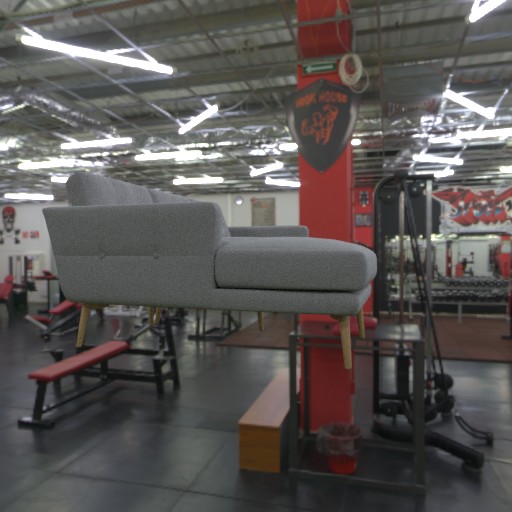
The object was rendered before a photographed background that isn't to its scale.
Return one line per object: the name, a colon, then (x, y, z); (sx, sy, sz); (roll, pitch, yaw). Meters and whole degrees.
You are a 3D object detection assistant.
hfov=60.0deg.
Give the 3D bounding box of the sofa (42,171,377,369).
sofa: (0.000, 0.000, 2.831); (1.530, 0.860, 2.040); (0, 1, 18)
